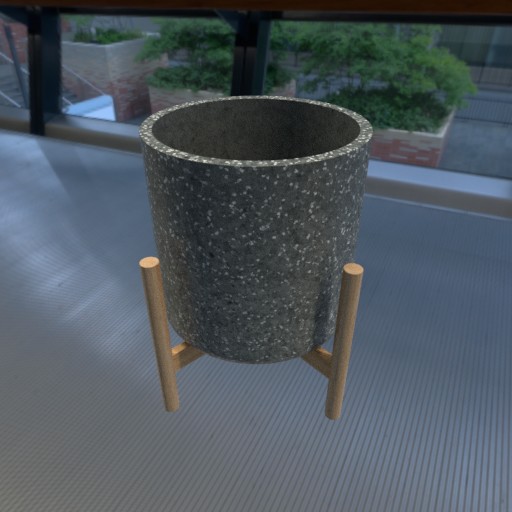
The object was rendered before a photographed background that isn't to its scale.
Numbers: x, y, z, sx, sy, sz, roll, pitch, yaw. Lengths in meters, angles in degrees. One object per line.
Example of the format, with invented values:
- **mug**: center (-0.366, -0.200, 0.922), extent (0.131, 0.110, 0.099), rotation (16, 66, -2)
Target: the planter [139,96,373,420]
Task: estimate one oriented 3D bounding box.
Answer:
- **planter**: center (0.000, 0.000, 0.701), extent (0.360, 0.419, 0.360), rotation (-11, 34, -16)
